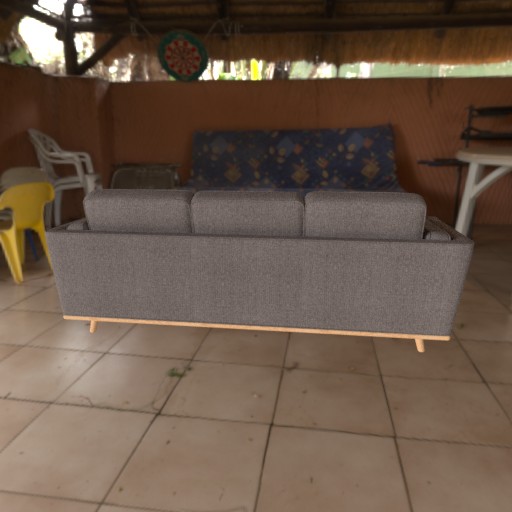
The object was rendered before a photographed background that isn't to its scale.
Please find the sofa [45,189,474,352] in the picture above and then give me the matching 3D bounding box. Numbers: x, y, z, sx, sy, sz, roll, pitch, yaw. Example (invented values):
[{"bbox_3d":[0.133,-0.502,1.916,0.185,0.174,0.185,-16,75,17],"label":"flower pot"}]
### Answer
[{"bbox_3d":[0.000,0.000,2.835,2.362,0.899,0.903,2,15,7],"label":"sofa"}]
